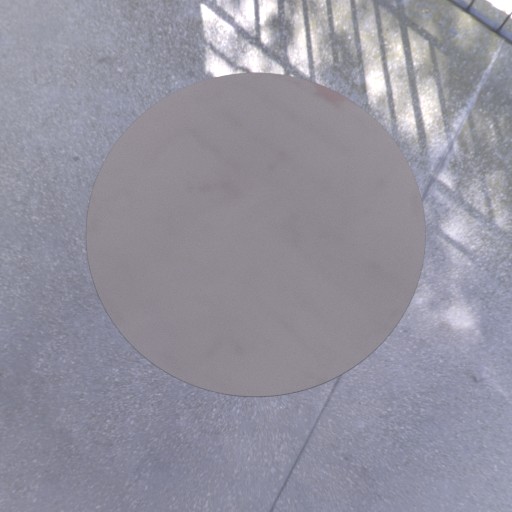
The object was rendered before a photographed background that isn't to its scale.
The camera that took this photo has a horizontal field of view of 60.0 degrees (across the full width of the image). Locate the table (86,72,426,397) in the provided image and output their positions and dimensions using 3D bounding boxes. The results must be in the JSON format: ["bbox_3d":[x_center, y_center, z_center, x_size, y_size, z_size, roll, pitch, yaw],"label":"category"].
[{"bbox_3d":[0.000,0.000,0.866,0.499,0.443,0.499,0,76,0],"label":"table"}]
